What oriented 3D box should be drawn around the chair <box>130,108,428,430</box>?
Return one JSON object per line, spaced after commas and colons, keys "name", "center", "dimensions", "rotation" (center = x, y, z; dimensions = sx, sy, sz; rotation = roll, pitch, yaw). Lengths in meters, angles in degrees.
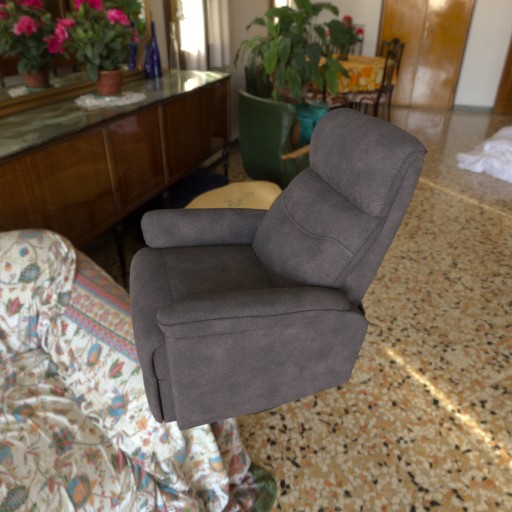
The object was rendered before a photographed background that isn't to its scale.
{"name": "chair", "center": [0.000, 0.000, 1.758], "dimensions": [1.009, 1.035, 0.830], "rotation": [-8, 31, -14]}
